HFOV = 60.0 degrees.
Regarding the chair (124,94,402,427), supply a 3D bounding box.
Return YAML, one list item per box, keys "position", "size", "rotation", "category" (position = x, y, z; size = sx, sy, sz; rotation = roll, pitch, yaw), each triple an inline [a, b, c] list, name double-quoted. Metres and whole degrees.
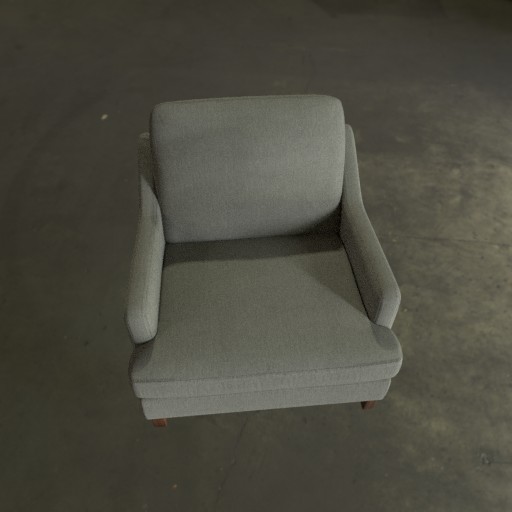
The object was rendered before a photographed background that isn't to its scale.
- position: [0.000, 0.000, 1.546]
  size: [0.826, 0.821, 0.892]
  rotation: [-4, 47, -3]
  category: "chair"
